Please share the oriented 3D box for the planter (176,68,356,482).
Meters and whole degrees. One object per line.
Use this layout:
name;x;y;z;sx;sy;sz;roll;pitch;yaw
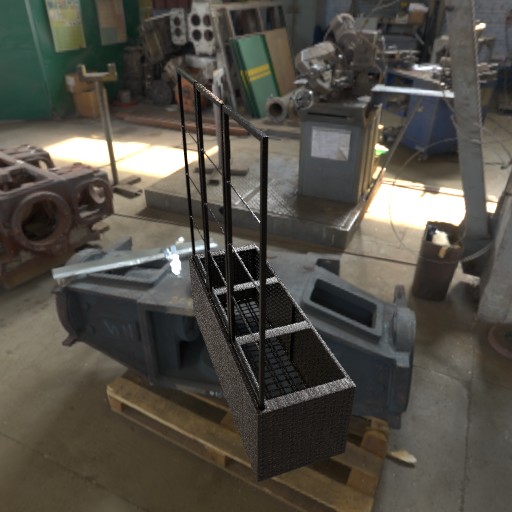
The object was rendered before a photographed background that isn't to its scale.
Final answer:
planter;0.000;0.000;1.170;0.244;0.841;0.699;-11;33;-17
